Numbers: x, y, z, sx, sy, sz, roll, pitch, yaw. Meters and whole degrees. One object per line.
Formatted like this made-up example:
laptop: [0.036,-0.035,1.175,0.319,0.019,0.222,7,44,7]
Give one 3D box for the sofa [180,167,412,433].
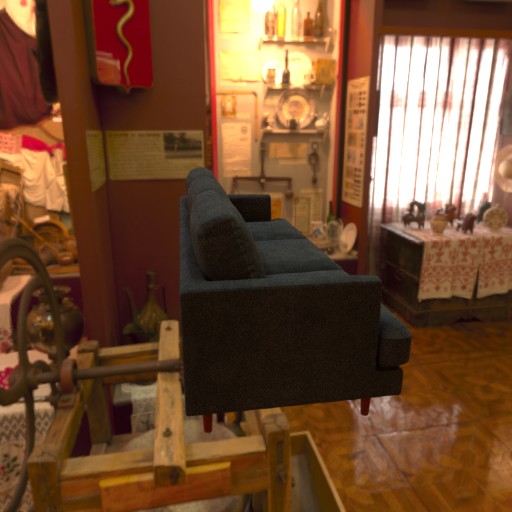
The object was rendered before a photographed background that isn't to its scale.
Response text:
sofa: [0.000,0.000,2.702,0.903,0.930,2.246,-3,17,-9]
